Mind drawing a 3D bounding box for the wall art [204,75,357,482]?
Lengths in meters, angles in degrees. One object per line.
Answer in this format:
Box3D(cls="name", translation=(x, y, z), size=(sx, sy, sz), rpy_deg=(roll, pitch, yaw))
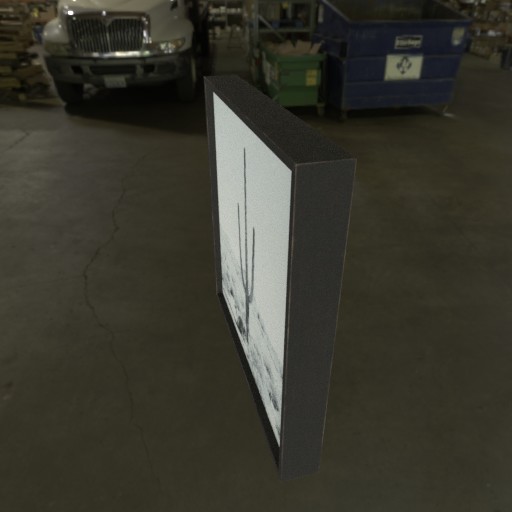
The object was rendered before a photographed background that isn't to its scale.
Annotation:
Box3D(cls="wall art", translation=(0.000, 0.000, 0.460), size=(0.038, 0.305, 0.305), rpy_deg=(-8, 32, -13))
